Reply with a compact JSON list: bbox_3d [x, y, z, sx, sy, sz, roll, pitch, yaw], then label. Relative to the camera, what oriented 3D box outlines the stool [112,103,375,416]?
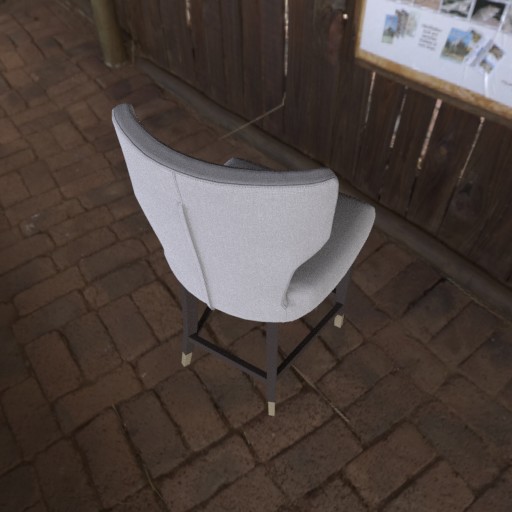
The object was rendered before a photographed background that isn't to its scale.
[{"bbox_3d":[0.000,0.000,1.309,0.527,0.982,0.563,23,51,20],"label":"stool"}]
